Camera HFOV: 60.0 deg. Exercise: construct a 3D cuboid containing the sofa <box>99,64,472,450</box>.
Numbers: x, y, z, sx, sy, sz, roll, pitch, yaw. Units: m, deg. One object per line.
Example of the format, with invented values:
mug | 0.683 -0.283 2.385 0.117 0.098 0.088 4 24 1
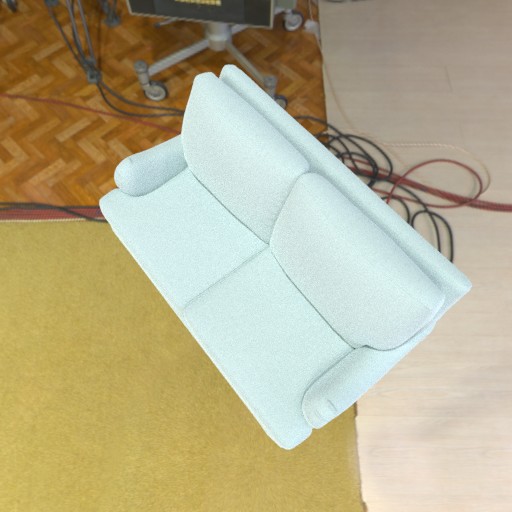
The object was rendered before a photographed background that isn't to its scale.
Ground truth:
sofa | 0.000 0.000 2.534 1.084 1.101 1.853 -36 70 -15
